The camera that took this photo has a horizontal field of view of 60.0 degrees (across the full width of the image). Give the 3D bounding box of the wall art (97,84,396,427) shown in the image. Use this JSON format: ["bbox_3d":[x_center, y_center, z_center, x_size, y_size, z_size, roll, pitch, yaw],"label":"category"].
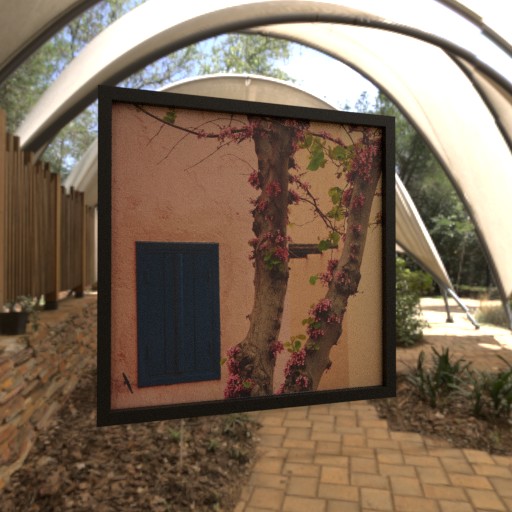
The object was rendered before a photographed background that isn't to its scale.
[{"bbox_3d":[0.000,0.000,0.454,0.305,0.304,0.038,0,-1,-17],"label":"wall art"}]
